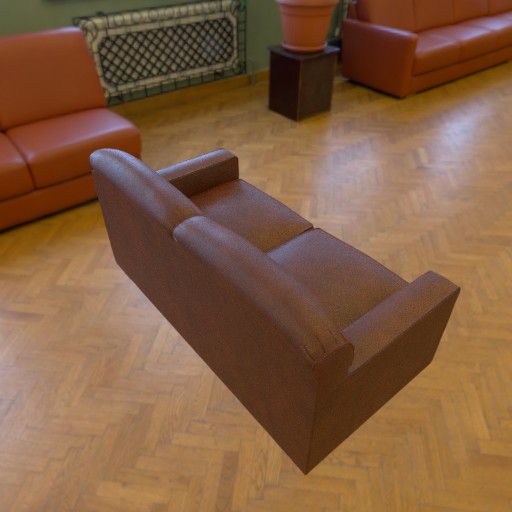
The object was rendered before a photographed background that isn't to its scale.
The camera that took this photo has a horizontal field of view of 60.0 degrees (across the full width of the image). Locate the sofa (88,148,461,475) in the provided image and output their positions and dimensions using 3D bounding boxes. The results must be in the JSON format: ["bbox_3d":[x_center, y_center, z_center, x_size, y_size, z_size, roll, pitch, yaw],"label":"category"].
[{"bbox_3d":[0.000,0.000,2.433,1.000,0.966,1.856,-27,47,-29],"label":"sofa"}]
